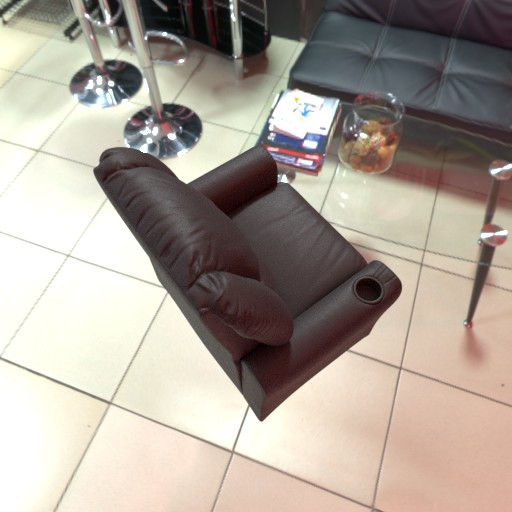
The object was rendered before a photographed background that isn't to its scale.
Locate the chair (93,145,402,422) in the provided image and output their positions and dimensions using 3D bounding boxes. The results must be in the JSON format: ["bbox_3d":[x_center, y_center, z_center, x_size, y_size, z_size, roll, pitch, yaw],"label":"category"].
[{"bbox_3d":[0.000,0.000,1.140,0.521,0.709,0.610,-33,64,-18],"label":"chair"}]
